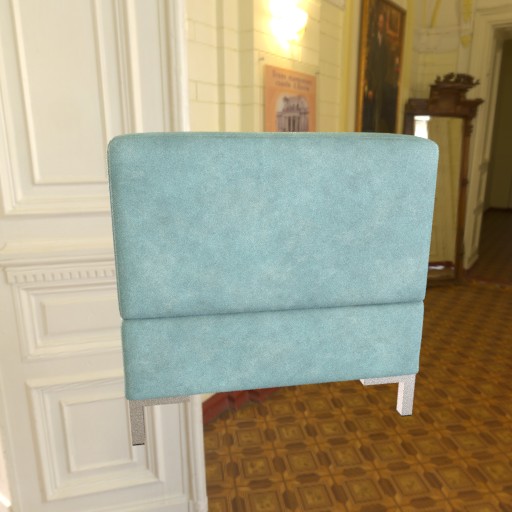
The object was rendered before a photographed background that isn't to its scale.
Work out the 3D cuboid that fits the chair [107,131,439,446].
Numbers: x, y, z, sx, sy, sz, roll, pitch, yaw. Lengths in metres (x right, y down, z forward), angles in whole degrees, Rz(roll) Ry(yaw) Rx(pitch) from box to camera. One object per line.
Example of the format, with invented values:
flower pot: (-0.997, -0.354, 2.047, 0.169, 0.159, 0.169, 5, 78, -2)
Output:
chair: (0.000, 0.000, 1.243, 0.691, 0.660, 0.684, -2, 14, -9)
